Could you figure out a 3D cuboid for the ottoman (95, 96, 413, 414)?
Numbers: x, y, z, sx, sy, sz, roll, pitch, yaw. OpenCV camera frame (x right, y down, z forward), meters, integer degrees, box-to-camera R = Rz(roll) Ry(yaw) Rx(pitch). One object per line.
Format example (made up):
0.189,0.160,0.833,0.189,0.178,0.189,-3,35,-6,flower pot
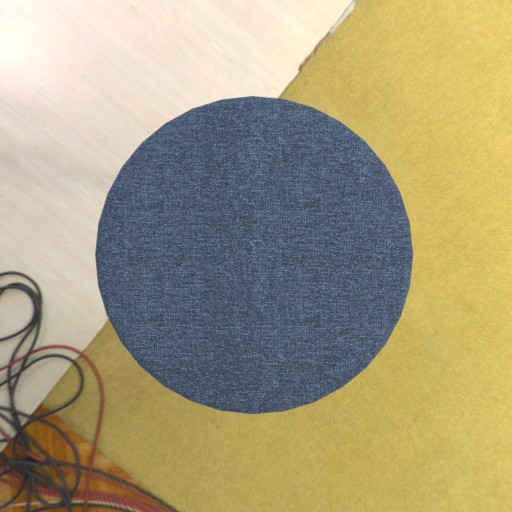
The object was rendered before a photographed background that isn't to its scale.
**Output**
0.000,0.000,0.875,0.500,0.419,0.500,0,89,2,ottoman
